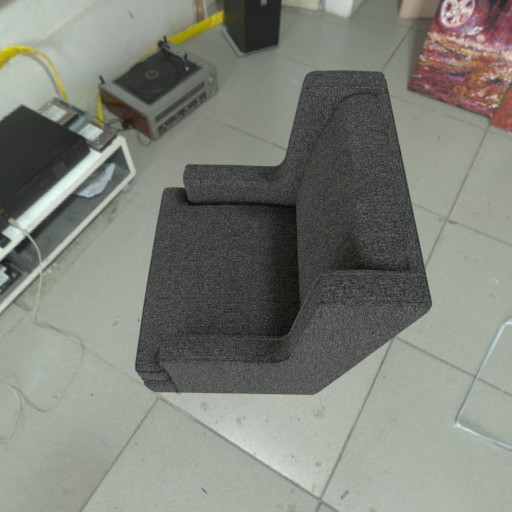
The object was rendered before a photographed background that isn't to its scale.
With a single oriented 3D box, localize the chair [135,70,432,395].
[{"bbox_3d":[0.000,0.000,1.818,0.927,1.082,0.942,1,59,1],"label":"chair"}]
